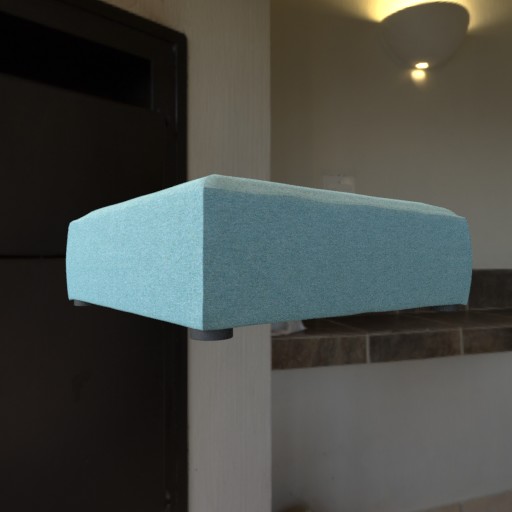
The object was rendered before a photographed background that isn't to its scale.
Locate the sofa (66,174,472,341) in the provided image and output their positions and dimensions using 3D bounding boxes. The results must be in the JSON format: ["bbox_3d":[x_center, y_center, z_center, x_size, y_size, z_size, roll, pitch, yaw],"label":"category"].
[{"bbox_3d":[0.000,0.000,1.426,0.930,0.330,0.930,1,-1,-37],"label":"sofa"}]
